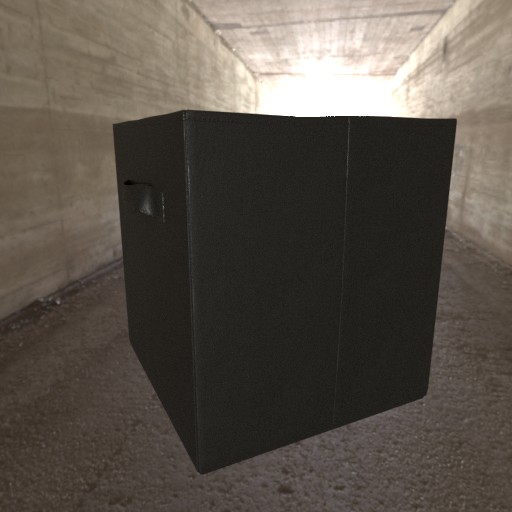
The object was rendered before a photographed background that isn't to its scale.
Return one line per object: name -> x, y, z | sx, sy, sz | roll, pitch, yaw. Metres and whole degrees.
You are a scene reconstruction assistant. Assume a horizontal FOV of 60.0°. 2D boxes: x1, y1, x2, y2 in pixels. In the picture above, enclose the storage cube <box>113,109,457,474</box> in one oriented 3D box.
storage cube -> 0.000, 0.000, 0.481 | 0.270, 0.280, 0.270 | -7, 16, -26
